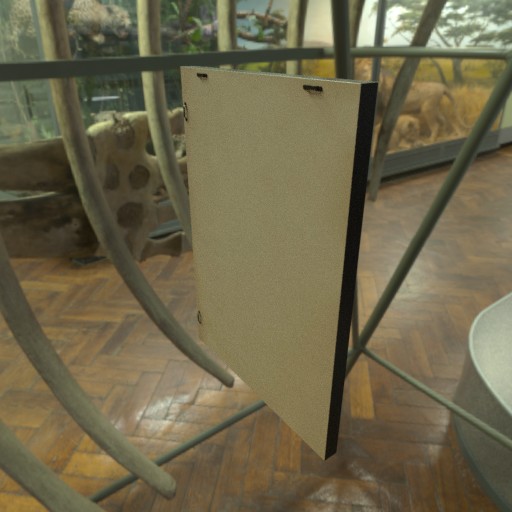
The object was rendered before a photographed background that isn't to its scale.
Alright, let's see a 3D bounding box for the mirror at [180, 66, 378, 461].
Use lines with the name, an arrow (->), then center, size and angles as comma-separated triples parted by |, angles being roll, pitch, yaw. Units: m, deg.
mirror -> 0.000, 0.000, 0.927 | 0.039, 0.710, 0.507 | -18, 31, -32
